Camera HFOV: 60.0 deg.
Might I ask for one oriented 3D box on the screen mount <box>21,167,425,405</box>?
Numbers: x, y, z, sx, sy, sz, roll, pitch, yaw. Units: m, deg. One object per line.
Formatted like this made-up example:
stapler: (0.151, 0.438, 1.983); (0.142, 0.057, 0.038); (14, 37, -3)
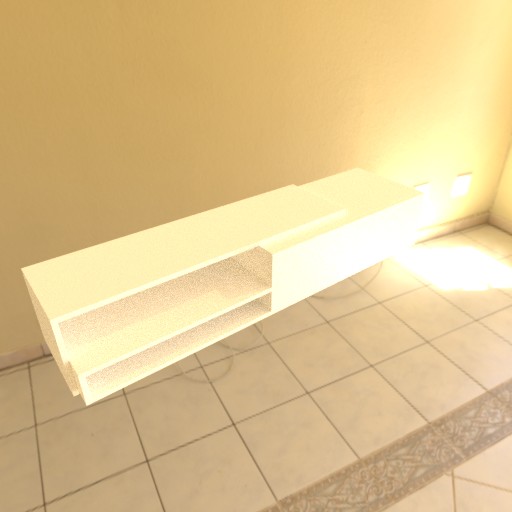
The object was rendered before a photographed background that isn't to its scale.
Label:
screen mount: (0.000, 0.000, 1.874); (1.680, 0.320, 0.420); (-22, 38, -31)
